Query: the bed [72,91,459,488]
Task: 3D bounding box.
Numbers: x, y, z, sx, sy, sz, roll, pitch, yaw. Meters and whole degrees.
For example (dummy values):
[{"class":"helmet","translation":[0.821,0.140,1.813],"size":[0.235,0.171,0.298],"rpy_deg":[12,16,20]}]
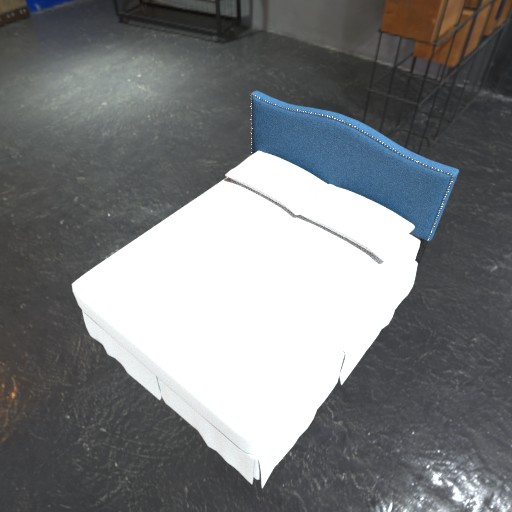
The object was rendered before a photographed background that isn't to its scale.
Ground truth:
[{"class":"bed","translation":[0.000,0.000,2.840],"size":[1.610,1.169,1.872],"rpy_deg":[31,54,26]}]
